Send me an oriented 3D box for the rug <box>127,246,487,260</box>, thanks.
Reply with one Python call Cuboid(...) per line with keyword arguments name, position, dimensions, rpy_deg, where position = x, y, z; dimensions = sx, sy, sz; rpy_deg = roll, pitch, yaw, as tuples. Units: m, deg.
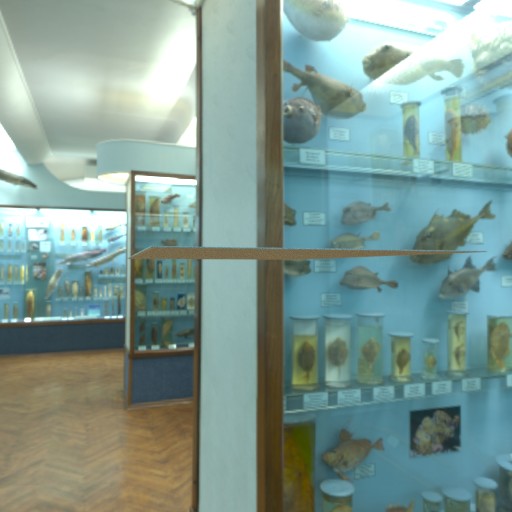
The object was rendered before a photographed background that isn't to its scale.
Cuboid(name="rug", position=(0.000, 0.000, 3.739), dimensions=(1.982, 0.006, 2.895), rpy_deg=(0, -2, -18))
